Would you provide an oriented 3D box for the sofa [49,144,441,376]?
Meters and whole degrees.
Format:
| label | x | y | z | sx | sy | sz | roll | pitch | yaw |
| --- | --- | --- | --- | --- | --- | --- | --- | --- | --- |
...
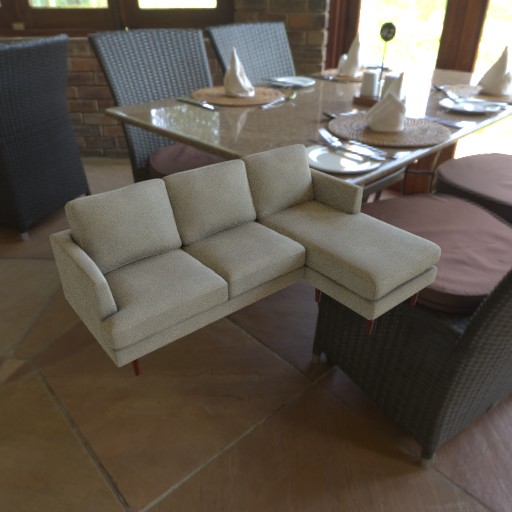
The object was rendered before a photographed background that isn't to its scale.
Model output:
| label | x | y | z | sx | sy | sz | roll | pitch | yaw |
| --- | --- | --- | --- | --- | --- | --- | --- | --- | --- |
| sofa | 0.000 | 0.000 | 3.043 | 2.233 | 0.956 | 1.504 | -22 | 37 | -33 |
